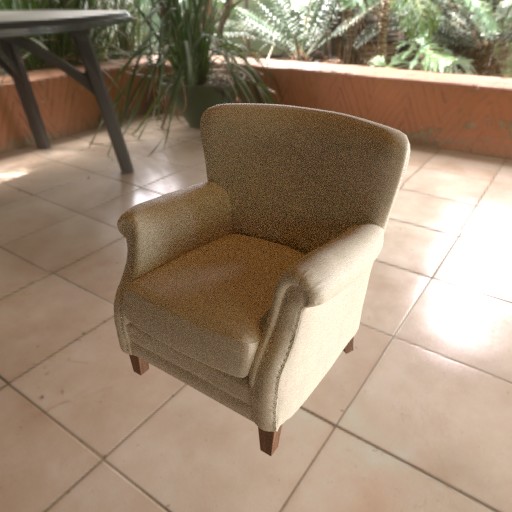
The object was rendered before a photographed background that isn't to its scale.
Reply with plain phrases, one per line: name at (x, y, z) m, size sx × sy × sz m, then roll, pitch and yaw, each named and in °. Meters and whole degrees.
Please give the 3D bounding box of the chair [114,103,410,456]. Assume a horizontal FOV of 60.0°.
chair at (0.000, 0.000, 1.672) m, size 0.861 × 0.936 × 0.921 m, roll 19°, pitch 36°, yaw 29°
